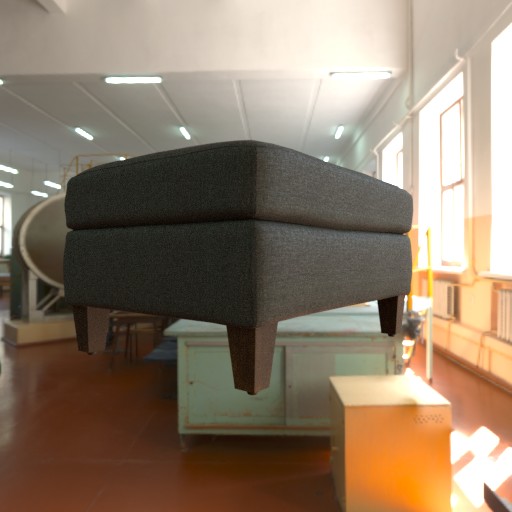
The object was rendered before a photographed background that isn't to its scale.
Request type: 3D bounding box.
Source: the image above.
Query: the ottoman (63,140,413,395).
[{"bbox_3d":[0.000,0.000,1.241,0.639,0.496,0.826,0,1,37],"label":"ottoman"}]
